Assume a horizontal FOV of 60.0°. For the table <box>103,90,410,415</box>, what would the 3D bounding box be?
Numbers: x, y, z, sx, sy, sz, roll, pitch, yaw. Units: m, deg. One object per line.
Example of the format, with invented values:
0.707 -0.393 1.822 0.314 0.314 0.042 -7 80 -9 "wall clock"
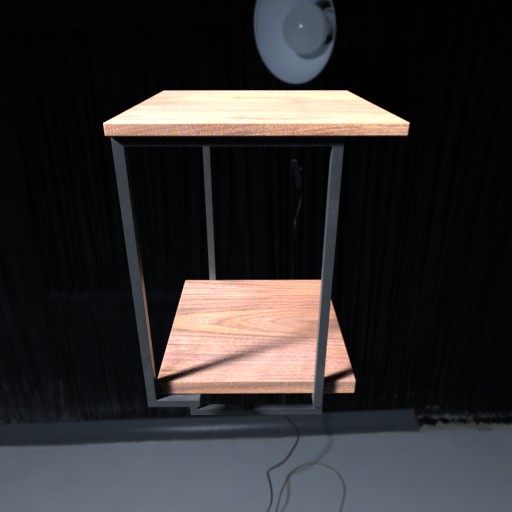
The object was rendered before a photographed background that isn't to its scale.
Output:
0.000 0.000 0.861 0.384 0.567 0.411 0 26 0 "table"
